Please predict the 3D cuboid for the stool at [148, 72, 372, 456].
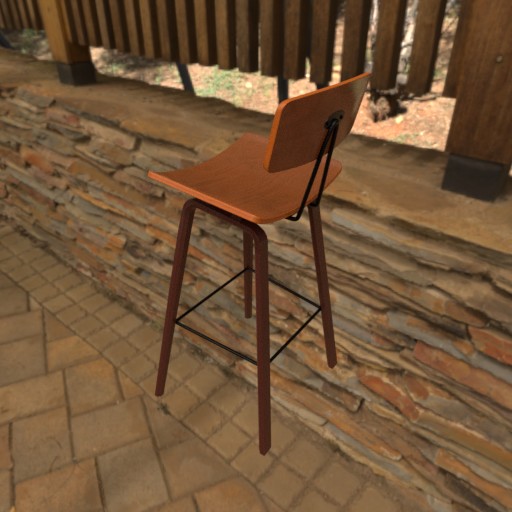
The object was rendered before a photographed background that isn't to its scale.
[{"bbox_3d":[0.000,0.000,1.243,0.440,0.969,0.509,21,38,30],"label":"stool"}]
